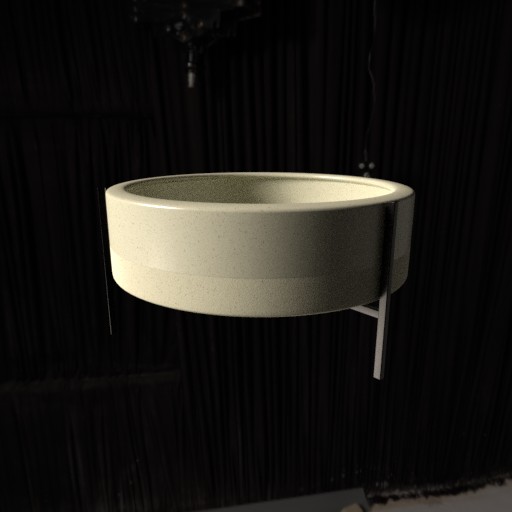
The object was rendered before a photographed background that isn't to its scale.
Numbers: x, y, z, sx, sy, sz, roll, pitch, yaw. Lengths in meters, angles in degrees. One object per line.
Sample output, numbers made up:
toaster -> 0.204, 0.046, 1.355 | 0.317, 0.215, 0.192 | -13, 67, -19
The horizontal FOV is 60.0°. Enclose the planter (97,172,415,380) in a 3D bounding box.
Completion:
planter -> 0.000, 0.000, 0.527 | 0.345, 0.171, 0.336 | -3, 16, -10
